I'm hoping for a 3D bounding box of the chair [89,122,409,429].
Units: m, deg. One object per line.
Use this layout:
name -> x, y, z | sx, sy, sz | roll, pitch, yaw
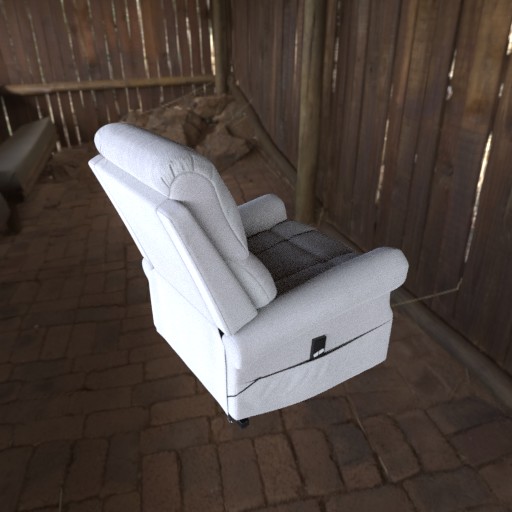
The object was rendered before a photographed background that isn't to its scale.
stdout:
chair -> 0.000, 0.000, 1.733 | 0.979, 1.031, 0.871 | -18, 32, -31
